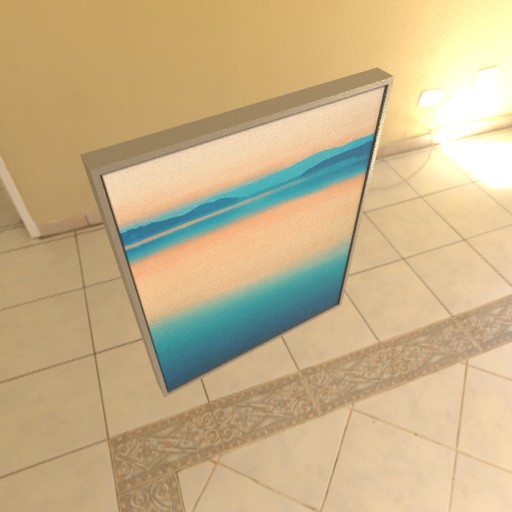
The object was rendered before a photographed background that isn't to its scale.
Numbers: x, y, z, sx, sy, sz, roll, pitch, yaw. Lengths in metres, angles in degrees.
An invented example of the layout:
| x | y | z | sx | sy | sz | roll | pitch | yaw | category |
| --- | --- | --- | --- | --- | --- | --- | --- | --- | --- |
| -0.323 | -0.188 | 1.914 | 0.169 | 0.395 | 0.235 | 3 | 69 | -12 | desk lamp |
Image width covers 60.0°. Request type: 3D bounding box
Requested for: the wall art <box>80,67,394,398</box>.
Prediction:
| x | y | z | sx | sy | sz | roll | pitch | yaw | category |
| --- | --- | --- | --- | --- | --- | --- | --- | --- | --- |
| 0.000 | 0.000 | 0.784 | 0.453 | 0.554 | 0.037 | -24 | 51 | -21 | wall art |
